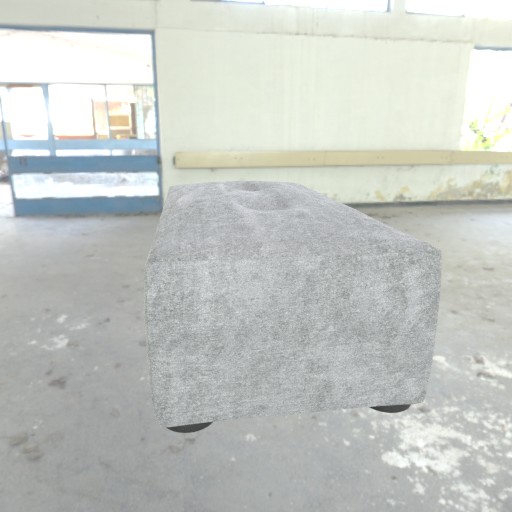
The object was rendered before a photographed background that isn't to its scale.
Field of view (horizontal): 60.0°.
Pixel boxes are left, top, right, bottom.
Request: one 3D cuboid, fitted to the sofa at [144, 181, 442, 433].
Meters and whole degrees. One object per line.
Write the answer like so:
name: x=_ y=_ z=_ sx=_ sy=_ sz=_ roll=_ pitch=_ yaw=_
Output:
sofa: x=0.000 y=0.000 z=1.128 sx=0.480 sy=0.330 sz=0.930 roll=-2 pitch=16 yaw=-8
